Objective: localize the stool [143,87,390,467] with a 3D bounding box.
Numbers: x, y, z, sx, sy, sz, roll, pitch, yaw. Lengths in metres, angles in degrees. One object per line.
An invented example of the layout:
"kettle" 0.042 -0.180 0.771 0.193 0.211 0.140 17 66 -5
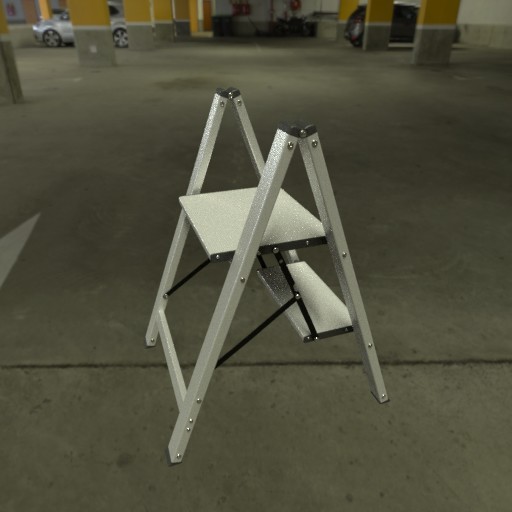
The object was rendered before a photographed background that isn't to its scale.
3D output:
"stool" 0.000 0.000 1.009 0.535 0.670 0.440 -9 30 -17
